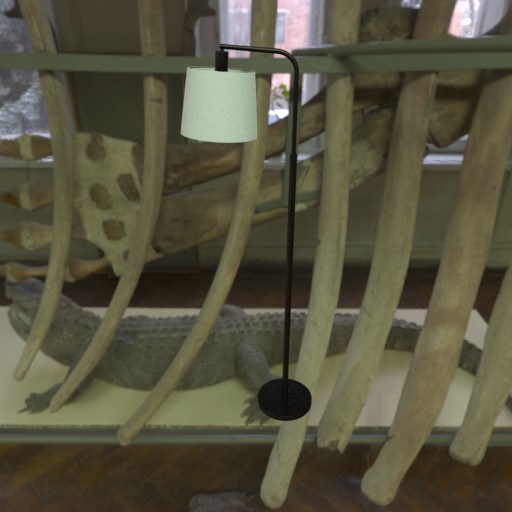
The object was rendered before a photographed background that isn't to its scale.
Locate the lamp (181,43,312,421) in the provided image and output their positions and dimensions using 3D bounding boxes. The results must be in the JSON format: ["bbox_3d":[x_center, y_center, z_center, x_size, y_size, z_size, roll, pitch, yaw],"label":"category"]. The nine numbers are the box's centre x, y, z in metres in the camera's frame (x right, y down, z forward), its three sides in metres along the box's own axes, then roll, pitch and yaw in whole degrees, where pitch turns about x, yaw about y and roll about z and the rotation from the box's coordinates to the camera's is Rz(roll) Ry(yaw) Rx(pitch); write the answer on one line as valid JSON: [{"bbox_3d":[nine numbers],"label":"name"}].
[{"bbox_3d":[0.000,0.000,1.711,0.508,1.478,0.254,0,26,0],"label":"lamp"}]
